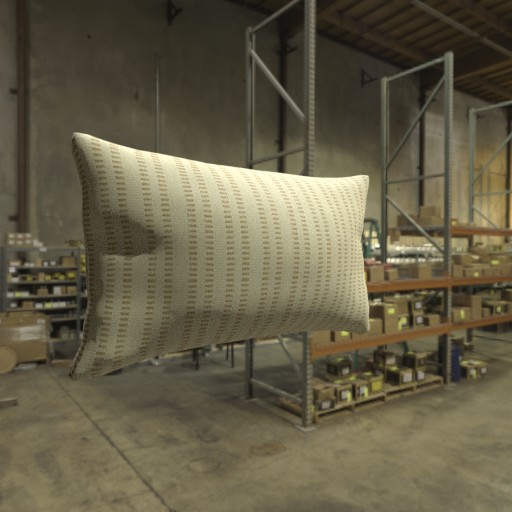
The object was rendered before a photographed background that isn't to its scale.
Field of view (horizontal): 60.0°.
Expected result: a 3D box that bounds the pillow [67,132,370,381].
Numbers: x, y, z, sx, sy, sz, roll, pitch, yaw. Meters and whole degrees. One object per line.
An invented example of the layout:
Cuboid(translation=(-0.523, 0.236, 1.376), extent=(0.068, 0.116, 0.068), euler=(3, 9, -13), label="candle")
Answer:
Cuboid(translation=(0.000, 0.000, 0.803), extent=(0.640, 0.353, 0.210), euler=(-1, 1, -36), label="pillow")
